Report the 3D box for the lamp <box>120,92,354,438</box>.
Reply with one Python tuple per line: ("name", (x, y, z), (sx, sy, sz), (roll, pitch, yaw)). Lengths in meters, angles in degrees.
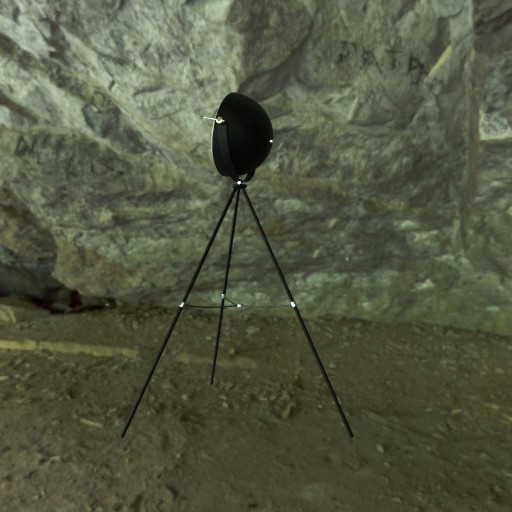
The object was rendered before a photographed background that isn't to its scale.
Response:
("lamp", (0.000, 0.000, 2.072), (0.920, 1.512, 0.817), (0, 1, 19))
